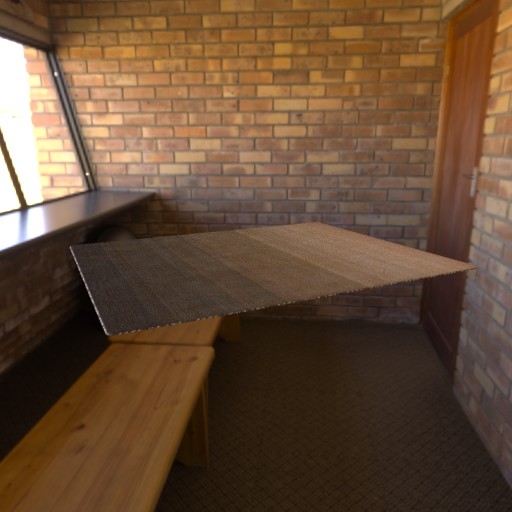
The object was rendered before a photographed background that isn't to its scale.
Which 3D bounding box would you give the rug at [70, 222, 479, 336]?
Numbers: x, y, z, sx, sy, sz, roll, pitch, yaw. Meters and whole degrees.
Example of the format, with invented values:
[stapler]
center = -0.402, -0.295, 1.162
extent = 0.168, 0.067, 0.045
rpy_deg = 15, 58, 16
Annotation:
[rug]
center = 0.000, 0.000, 3.944
extent = 2.902, 0.017, 2.305
rpy_deg = -7, 16, -26
